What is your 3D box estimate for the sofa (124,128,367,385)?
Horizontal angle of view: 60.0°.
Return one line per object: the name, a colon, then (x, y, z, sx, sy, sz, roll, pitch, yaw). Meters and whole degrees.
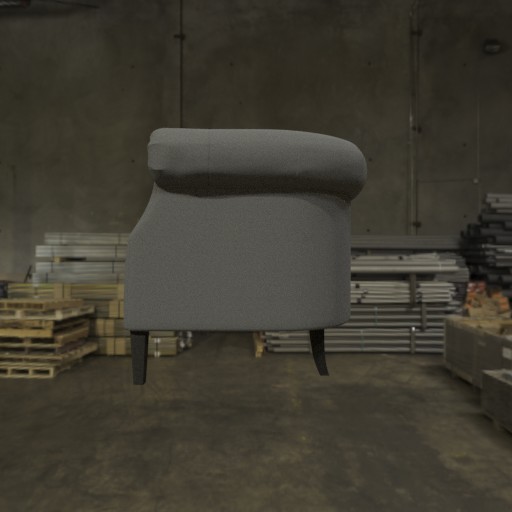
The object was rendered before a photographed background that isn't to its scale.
sofa: (0.000, 0.000, 2.103, 0.835, 0.827, 1.558, 0, 0, 1)
